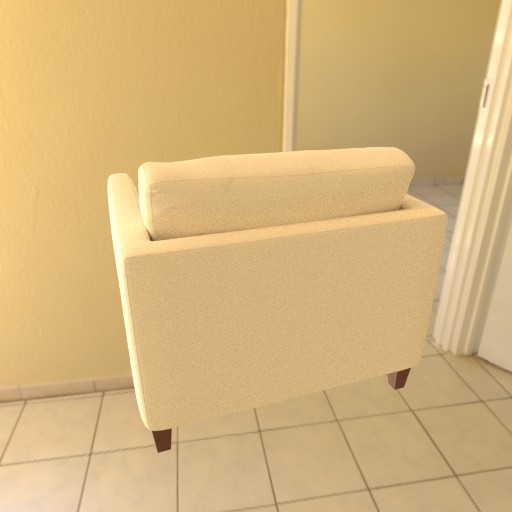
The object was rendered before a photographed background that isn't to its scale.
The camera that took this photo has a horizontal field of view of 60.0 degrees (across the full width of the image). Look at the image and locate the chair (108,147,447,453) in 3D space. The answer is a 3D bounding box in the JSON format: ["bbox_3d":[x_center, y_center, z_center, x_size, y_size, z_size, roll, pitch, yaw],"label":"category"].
[{"bbox_3d":[0.000,0.000,1.699,1.019,0.885,0.878,-8,26,-17],"label":"chair"}]
